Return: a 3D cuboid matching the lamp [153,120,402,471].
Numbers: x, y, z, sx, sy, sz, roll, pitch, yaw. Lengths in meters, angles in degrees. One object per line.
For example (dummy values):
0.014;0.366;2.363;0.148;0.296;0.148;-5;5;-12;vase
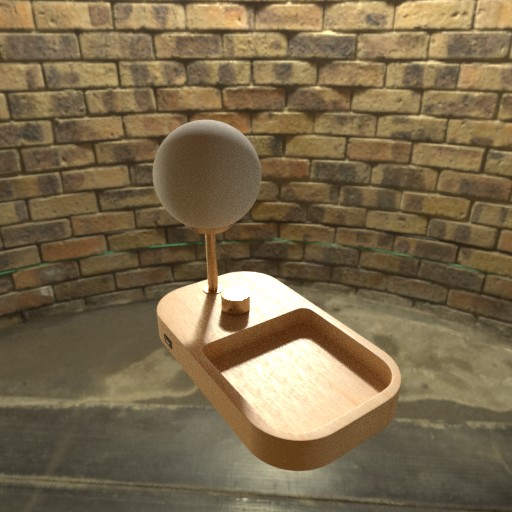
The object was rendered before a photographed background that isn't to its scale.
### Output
0.000;0.000;0.470;0.173;0.253;0.331;-16;30;-30;lamp
